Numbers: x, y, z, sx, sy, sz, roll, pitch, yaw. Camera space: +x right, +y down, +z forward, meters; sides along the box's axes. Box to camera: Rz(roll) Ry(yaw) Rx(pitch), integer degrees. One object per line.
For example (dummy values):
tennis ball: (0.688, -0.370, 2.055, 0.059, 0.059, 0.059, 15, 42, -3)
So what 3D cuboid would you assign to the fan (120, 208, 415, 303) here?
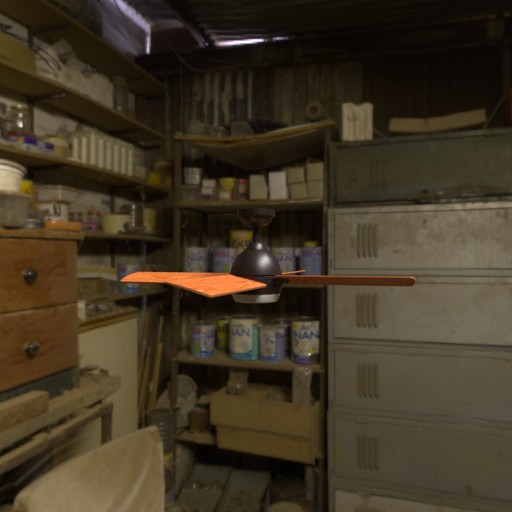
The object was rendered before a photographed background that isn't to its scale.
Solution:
fan: (0.000, 0.000, 1.968, 1.332, 0.403, 1.332, 0, 0, 19)
